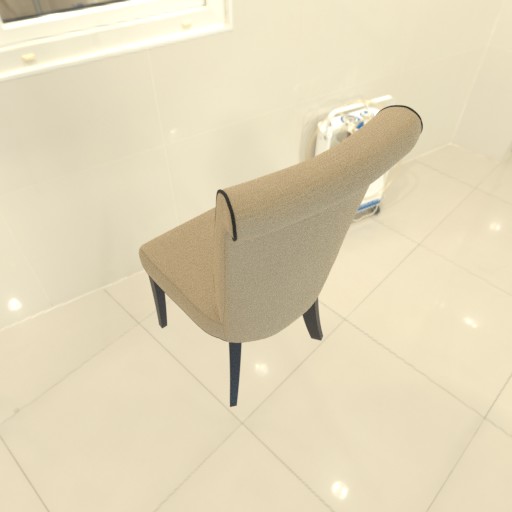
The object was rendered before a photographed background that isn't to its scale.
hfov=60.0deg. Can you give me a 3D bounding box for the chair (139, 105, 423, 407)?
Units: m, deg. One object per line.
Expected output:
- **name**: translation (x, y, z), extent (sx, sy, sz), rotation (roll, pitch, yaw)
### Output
- **chair**: translation (0.000, 0.000, 1.334), extent (0.522, 0.997, 0.623), rotation (-31, 54, -25)
